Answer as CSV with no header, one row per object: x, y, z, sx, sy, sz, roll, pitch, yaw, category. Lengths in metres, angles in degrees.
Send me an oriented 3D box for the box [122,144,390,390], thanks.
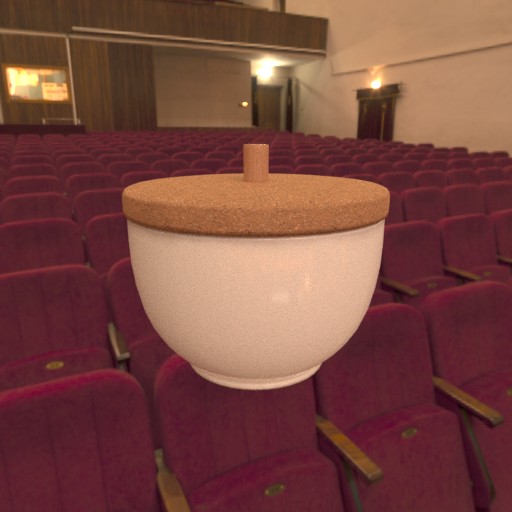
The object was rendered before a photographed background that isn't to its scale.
0.000,0.000,0.192,0.107,0.094,0.107,0,15,0,box
